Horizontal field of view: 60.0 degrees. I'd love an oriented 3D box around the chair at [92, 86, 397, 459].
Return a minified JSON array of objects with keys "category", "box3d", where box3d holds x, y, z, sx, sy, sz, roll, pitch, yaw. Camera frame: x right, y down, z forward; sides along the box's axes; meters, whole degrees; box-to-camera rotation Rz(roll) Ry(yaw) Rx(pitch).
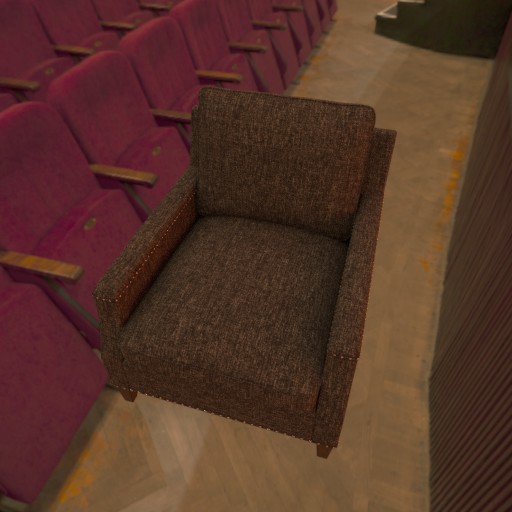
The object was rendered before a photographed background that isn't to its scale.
[{"category":"chair","box3d":[0.000,0.000,1.667,0.853,0.943,1.014,11,43,12]}]
